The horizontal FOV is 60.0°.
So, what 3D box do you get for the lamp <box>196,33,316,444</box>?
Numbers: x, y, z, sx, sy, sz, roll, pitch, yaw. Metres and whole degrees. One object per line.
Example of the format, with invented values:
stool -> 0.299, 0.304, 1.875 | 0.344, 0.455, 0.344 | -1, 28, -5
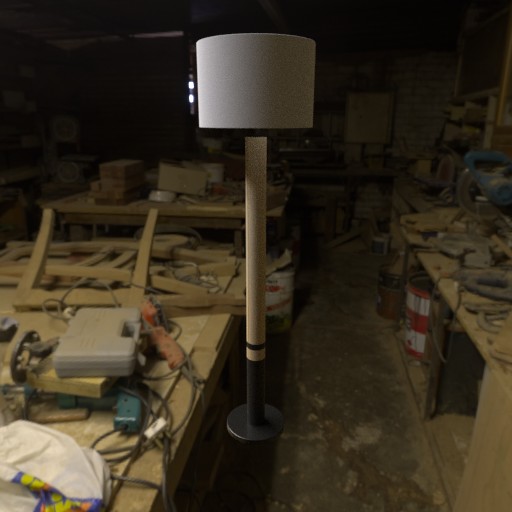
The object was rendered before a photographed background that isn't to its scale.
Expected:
lamp -> 0.000, 0.000, 1.640 | 0.381, 1.478, 0.381 | 3, 17, 9
